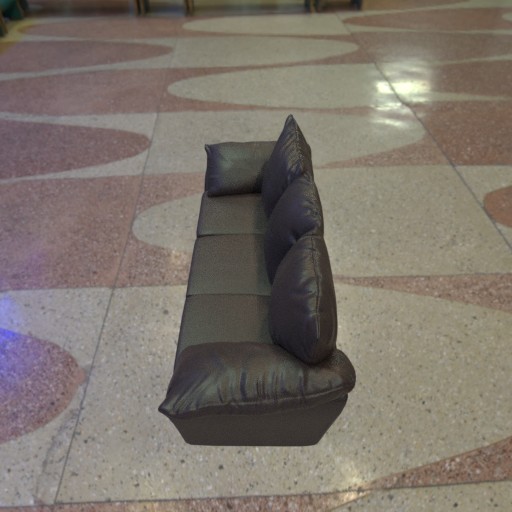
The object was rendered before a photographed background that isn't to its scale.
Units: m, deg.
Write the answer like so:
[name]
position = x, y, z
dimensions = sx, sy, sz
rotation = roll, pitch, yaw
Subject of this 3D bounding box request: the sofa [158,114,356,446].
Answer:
[sofa]
position = 0.000, 0.000, 2.905
dimensions = 0.907, 1.091, 2.390
rotation = 0, 42, 0
